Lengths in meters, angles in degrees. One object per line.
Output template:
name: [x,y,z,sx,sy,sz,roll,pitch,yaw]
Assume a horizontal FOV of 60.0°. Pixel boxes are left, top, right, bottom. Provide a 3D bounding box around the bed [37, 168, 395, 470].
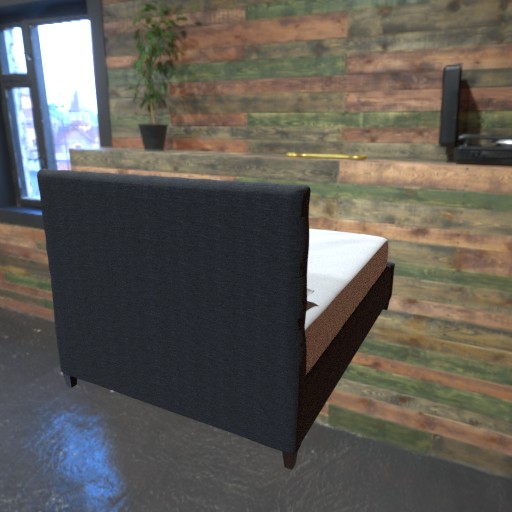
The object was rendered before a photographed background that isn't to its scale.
bed: [0.000,0.000,3.391,1.698,1.427,2.387,8,18,26]
